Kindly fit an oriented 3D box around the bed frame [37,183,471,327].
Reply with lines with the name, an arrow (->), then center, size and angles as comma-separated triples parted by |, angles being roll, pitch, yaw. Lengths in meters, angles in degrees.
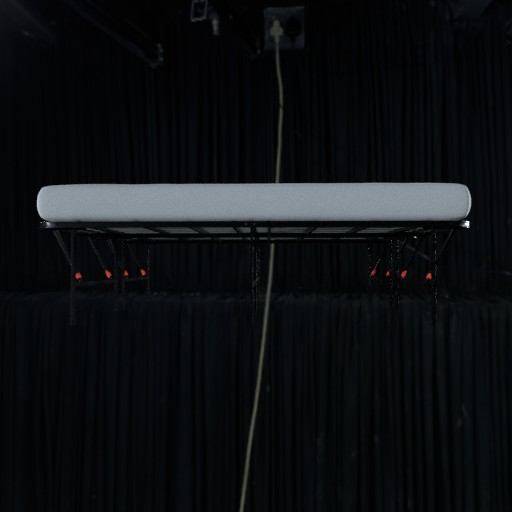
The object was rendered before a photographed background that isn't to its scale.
bed frame -> 0.000, 0.000, 2.574 | 1.905, 0.637, 1.372 | 0, -1, 2
